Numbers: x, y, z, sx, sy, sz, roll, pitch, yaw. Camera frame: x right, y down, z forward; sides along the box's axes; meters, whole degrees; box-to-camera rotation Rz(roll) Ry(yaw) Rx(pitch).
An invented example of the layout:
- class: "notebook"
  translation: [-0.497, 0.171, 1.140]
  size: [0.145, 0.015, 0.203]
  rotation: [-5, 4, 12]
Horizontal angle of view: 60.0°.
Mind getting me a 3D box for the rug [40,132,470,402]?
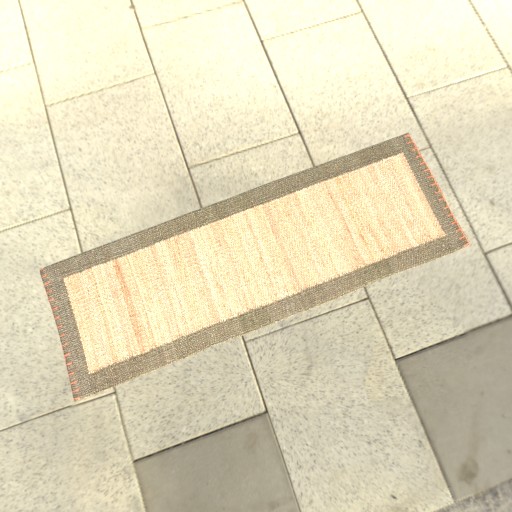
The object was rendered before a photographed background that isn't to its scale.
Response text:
- class: "rug"
  translation: [0.000, 0.000, 2.602]
  size: [2.413, 0.016, 0.810]
  rotation: [-21, 76, -6]
